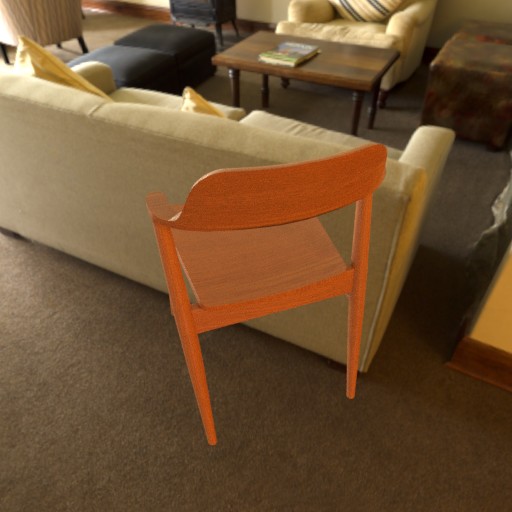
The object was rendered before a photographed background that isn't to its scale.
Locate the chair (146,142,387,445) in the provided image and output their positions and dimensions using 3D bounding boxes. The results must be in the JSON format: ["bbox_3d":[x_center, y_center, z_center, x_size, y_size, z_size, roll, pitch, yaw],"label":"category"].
[{"bbox_3d":[0.000,0.000,1.136,0.496,0.801,0.499,-13,43,-14],"label":"chair"}]
